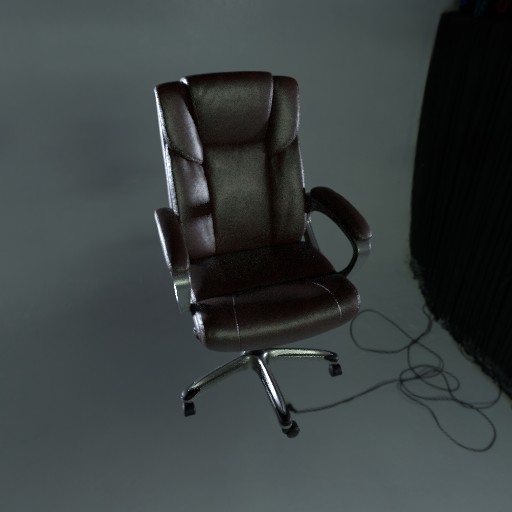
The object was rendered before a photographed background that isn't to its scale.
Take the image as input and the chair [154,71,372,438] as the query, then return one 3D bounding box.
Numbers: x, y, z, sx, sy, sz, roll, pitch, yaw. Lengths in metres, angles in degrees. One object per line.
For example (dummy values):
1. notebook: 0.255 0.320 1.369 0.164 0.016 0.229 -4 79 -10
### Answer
1. chair: 0.000 0.000 1.557 0.656 1.128 0.692 -10 32 -16
